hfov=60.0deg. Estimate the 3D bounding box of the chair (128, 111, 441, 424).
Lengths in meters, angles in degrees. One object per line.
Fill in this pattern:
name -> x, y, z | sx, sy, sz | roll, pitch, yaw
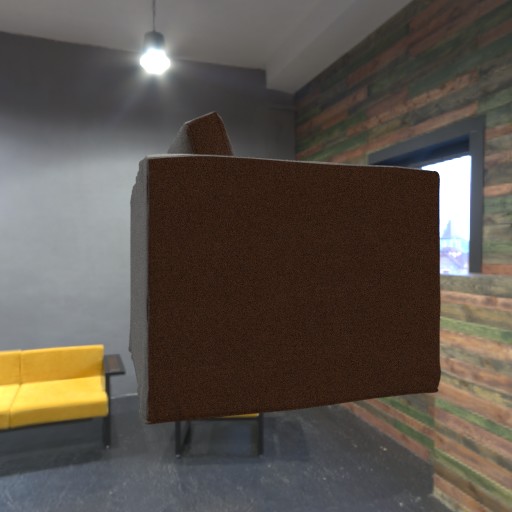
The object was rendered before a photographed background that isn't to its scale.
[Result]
chair -> 0.000, 0.000, 1.755 | 0.949, 0.863, 1.057 | 0, 0, -18
